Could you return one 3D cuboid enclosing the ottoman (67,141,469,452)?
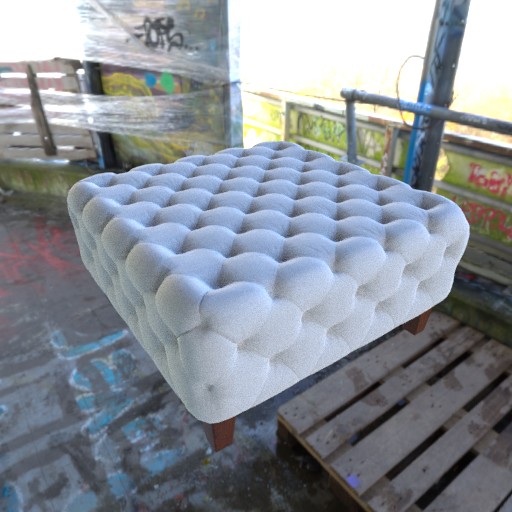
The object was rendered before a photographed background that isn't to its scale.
[{"bbox_3d":[0.000,0.000,1.180,0.755,0.376,0.753,-19,35,-30],"label":"ottoman"}]
